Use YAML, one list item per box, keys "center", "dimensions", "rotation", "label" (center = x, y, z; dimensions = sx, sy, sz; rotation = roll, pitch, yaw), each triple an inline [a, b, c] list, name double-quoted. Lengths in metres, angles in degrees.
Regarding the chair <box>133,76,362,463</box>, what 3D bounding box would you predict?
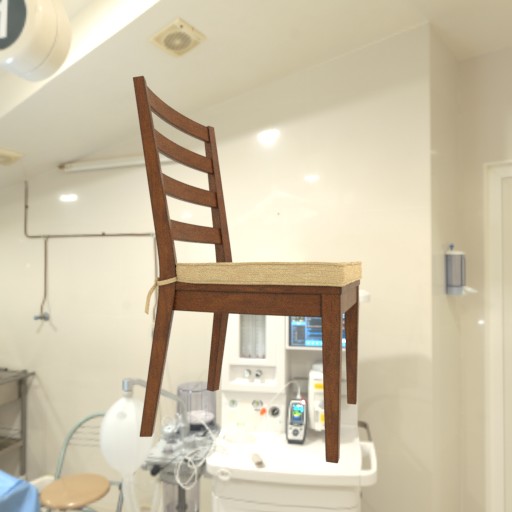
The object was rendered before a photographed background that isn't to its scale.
- center: [0.000, 0.000, 1.355]
  dimensions: [0.595, 0.979, 0.593]
  rotation: [0, -1, 18]
  label: "chair"
